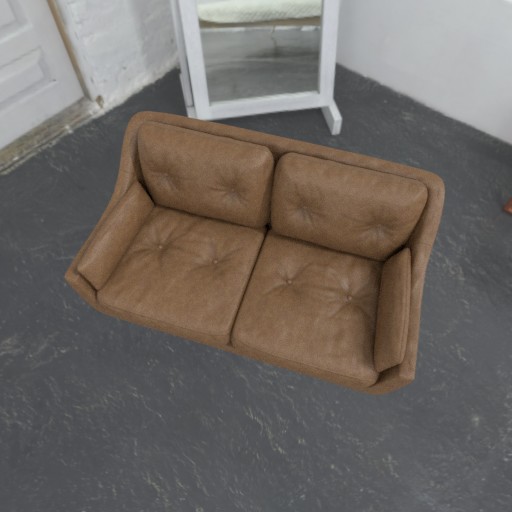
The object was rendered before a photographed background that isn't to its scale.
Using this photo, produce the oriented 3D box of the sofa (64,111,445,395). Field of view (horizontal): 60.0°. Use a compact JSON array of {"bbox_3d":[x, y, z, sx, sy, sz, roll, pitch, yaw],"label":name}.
[{"bbox_3d":[0.000,0.000,2.367,1.731,0.886,0.981,15,60,9],"label":"sofa"}]
